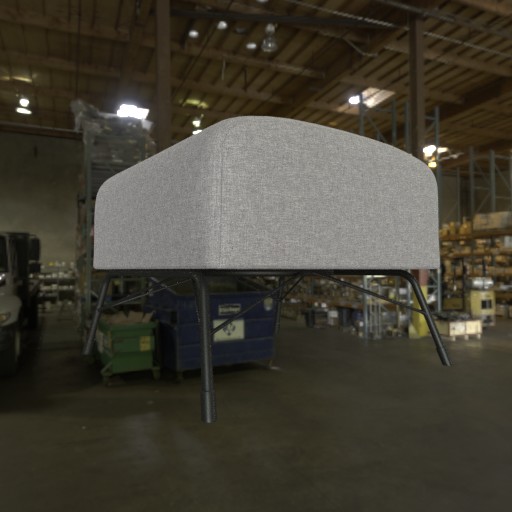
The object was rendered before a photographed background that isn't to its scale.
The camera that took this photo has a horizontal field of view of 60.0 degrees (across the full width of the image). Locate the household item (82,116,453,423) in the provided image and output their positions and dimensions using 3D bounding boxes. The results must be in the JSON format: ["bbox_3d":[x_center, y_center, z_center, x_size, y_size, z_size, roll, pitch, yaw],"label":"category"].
[{"bbox_3d":[0.000,0.000,0.887,0.530,0.410,0.530,1,-2,-36],"label":"household item"}]
